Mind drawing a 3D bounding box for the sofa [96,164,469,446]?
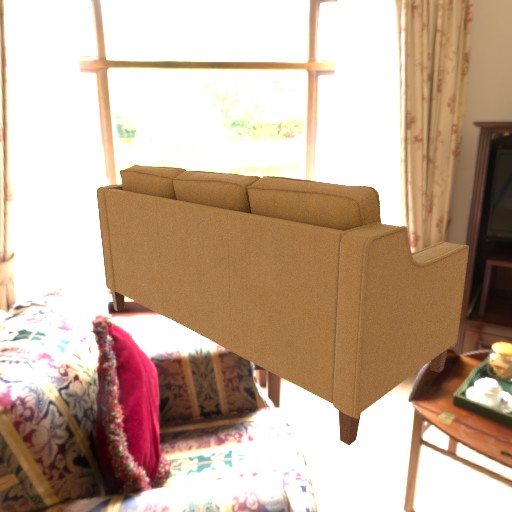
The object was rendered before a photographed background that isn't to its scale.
[{"bbox_3d":[0.000,0.000,2.511,0.911,0.974,1.986,-14,21,-42],"label":"sofa"}]
